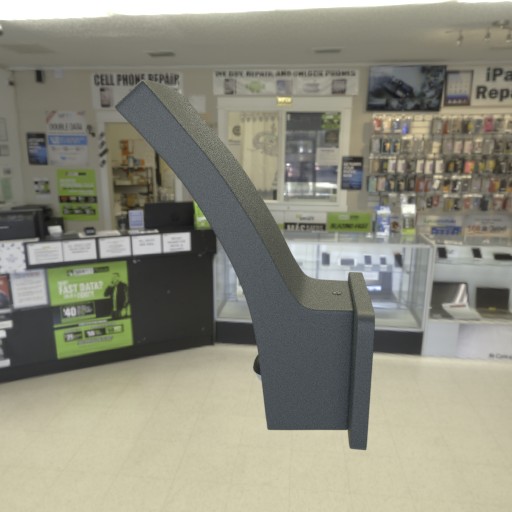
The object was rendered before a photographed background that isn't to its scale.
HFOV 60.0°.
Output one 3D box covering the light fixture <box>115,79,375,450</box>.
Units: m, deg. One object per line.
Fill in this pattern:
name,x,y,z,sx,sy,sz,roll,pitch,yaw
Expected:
light fixture,0.000,0.000,0.331,0.174,0.243,0.108,2,14,8
